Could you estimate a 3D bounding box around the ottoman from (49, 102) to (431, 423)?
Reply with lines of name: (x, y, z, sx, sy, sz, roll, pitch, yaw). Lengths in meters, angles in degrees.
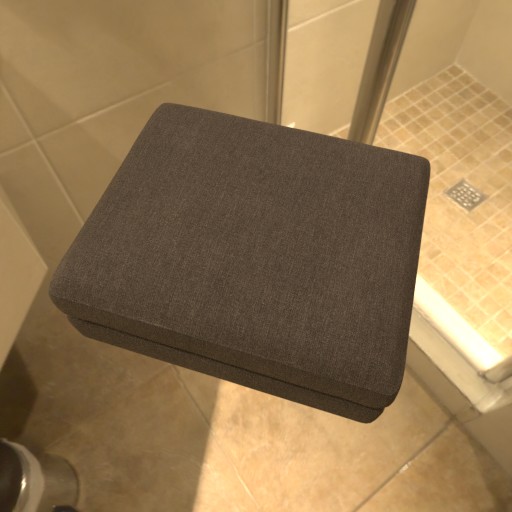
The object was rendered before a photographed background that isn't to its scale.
ottoman: (0.000, 0.000, 1.263, 0.821, 0.474, 0.693, 15, 60, 9)
